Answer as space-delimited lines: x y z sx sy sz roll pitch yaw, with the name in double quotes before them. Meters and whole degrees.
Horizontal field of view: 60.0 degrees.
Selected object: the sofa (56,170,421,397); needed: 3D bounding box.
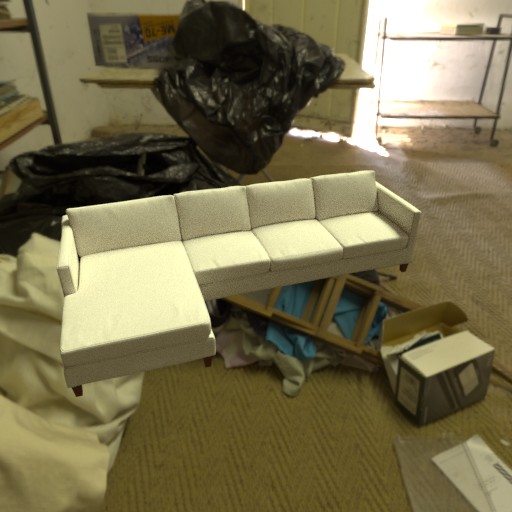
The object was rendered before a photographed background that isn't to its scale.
"sofa" 0.000 0.000 3.903 3.186 0.846 1.625 -9 32 -15
